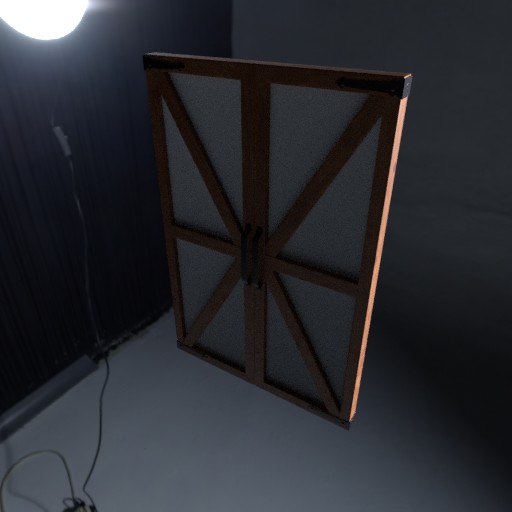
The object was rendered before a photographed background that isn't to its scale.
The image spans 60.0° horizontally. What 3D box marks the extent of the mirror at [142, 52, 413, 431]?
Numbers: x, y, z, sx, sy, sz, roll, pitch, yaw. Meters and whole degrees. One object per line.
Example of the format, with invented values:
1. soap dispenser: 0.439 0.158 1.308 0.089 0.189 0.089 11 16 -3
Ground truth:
1. mirror: 0.000 0.000 0.946 0.517 0.761 0.053 18 35 28
